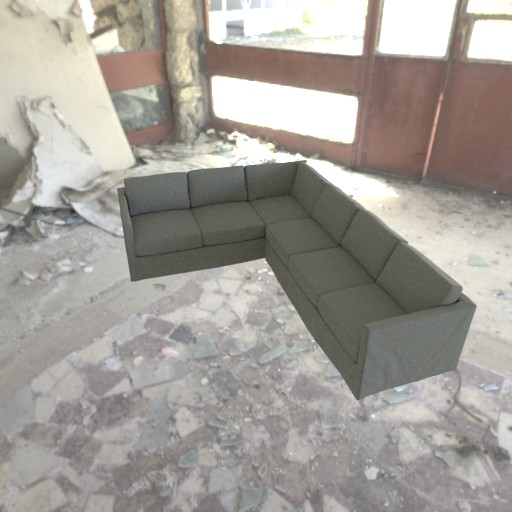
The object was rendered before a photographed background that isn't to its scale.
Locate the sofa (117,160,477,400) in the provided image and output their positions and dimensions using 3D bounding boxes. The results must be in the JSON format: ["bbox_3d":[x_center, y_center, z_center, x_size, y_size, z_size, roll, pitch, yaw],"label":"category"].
[{"bbox_3d":[0.000,0.000,4.372,2.432,0.871,3.182,-10,32,-15],"label":"sofa"}]
